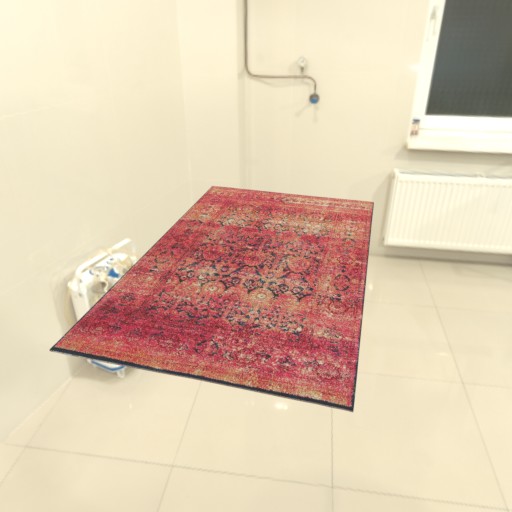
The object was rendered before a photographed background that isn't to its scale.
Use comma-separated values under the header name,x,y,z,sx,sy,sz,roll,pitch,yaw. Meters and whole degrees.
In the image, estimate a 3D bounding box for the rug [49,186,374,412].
name,x,y,z,sx,sy,sz,roll,pitch,yaw
rug,0.000,0.000,3.126,1.539,0.018,2.449,8,30,13
